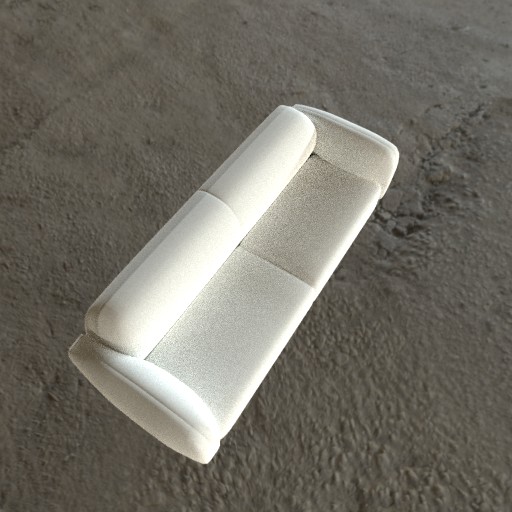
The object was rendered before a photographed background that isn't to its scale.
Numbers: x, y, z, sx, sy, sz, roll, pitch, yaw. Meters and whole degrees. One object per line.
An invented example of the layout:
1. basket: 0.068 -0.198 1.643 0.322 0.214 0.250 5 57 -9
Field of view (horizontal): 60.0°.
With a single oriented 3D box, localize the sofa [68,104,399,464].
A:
1. sofa: 0.000 0.000 2.709 0.870 0.780 2.280 29 62 17
